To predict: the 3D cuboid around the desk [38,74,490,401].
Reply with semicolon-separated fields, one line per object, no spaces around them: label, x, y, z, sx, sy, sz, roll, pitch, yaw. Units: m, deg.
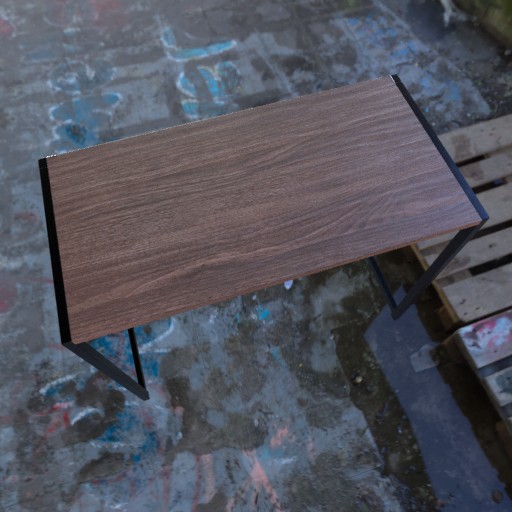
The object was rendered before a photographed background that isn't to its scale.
desk;0.000;0.000;1.437;1.016;0.762;0.508;-16;65;-8
